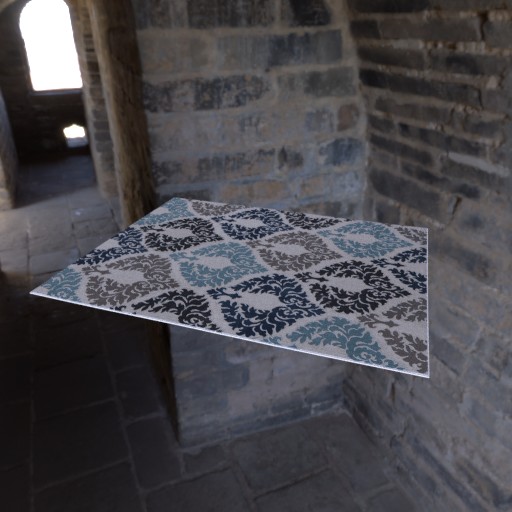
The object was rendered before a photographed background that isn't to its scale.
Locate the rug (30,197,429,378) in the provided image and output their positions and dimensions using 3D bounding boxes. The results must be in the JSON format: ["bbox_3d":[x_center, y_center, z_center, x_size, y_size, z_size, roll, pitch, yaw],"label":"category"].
[{"bbox_3d":[0.000,0.000,4.140,3.040,0.014,2.423,9,28,17],"label":"rug"}]
